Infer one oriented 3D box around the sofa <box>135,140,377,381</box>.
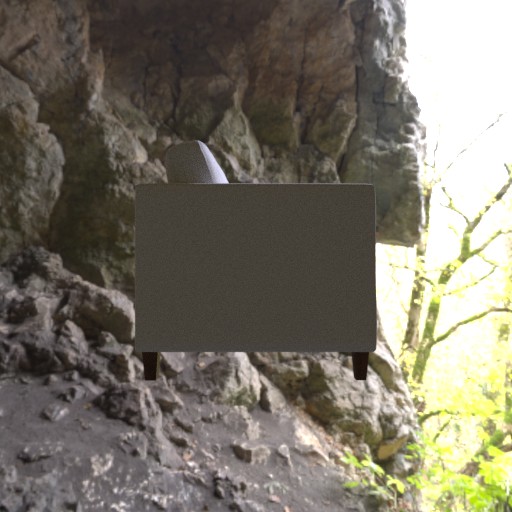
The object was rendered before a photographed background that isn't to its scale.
[{"bbox_3d":[0.000,0.000,2.828,0.951,0.962,2.361,0,0,0],"label":"sofa"}]
